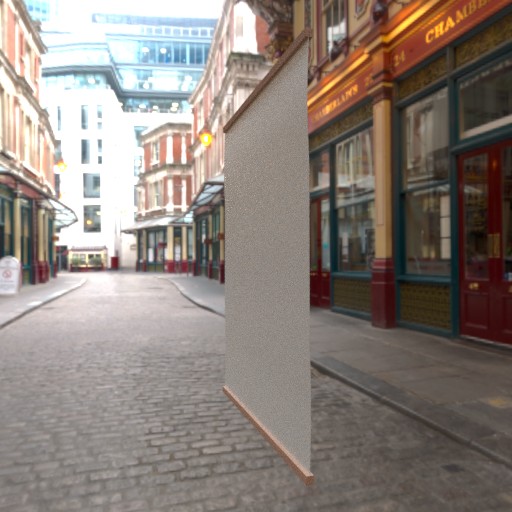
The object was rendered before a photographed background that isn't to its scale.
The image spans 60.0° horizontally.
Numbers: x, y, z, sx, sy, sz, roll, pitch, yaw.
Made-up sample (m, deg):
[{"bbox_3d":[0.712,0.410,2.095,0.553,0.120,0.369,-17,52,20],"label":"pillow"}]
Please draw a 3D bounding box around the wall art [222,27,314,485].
[{"bbox_3d":[0.000,0.000,1.336,0.020,1.013,0.758,0,-1,-18],"label":"wall art"}]
